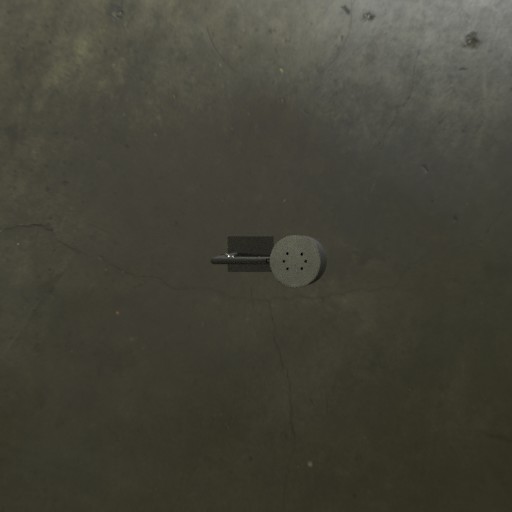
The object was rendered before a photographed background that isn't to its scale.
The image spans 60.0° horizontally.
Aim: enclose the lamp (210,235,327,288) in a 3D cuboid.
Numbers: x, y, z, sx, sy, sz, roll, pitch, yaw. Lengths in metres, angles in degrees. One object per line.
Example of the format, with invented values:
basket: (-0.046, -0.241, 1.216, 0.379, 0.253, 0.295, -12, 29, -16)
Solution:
lamp: (0.000, 0.000, 1.743, 0.304, 1.600, 0.203, 0, 91, -1)
